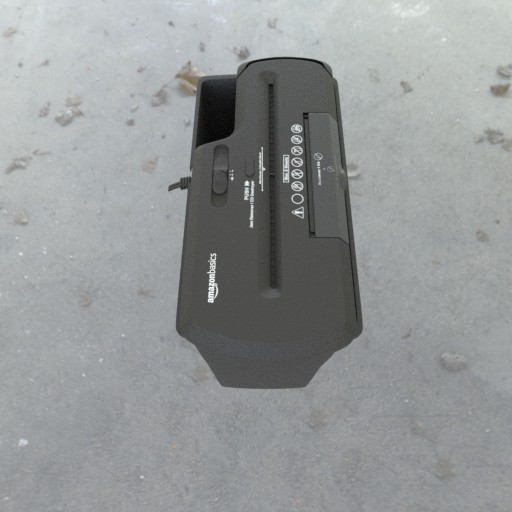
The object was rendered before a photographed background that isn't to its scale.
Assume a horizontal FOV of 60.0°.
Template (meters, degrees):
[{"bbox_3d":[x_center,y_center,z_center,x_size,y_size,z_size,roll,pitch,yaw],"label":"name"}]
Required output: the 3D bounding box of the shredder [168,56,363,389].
[{"bbox_3d":[0.000,0.000,0.529,0.170,0.335,0.320,0,64,0],"label":"shredder"}]
